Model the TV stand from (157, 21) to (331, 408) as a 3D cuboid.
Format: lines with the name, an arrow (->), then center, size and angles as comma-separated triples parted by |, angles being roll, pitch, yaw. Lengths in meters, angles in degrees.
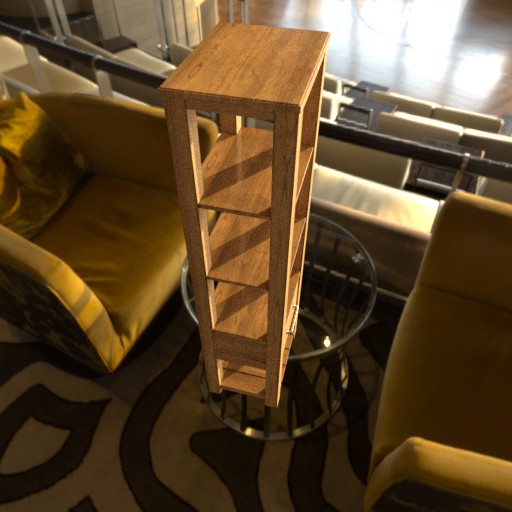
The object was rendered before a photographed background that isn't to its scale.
TV stand -> 0.000, 0.000, 2.072 | 0.435, 1.828, 0.565 | 11, 47, 10
